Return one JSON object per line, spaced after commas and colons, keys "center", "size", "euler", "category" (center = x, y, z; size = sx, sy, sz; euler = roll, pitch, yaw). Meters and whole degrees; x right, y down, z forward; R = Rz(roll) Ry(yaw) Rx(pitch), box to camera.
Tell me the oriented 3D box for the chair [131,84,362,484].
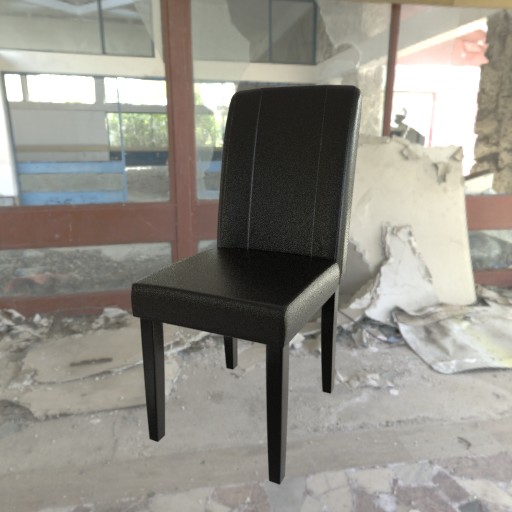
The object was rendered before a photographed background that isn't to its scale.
{"center": [0.000, 0.000, 1.177], "size": [0.399, 0.897, 0.556], "euler": [7, 16, 24], "category": "chair"}
